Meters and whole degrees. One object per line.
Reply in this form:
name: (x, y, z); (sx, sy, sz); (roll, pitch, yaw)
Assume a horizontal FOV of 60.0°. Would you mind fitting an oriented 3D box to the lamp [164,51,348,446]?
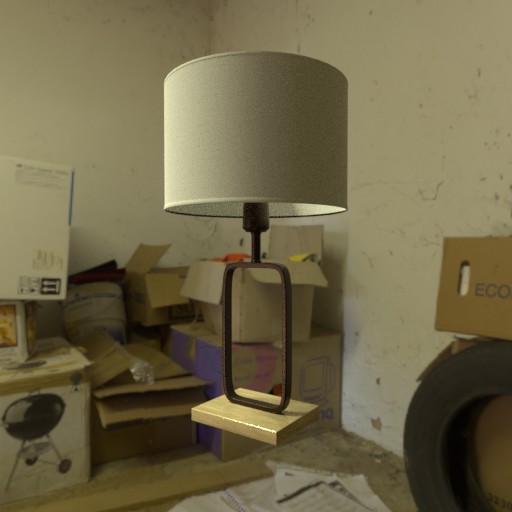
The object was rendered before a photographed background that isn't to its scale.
lamp: (0.000, 0.000, 0.687); (0.279, 0.508, 0.279); (1, 1, 35)
